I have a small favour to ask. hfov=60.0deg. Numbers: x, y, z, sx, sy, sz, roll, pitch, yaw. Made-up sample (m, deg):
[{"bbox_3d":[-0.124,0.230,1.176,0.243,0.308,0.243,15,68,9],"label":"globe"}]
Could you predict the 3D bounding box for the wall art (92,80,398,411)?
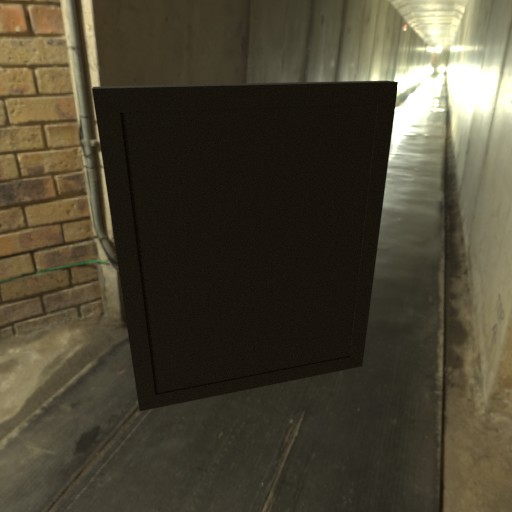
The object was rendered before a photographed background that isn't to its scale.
[{"bbox_3d":[0.000,0.000,0.771,0.457,0.559,0.033,-7,26,-15],"label":"wall art"}]
